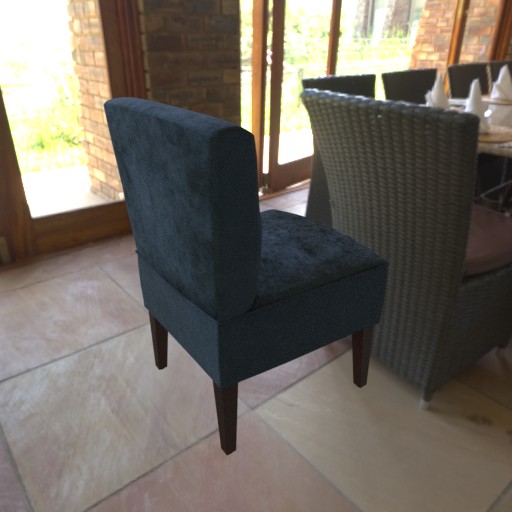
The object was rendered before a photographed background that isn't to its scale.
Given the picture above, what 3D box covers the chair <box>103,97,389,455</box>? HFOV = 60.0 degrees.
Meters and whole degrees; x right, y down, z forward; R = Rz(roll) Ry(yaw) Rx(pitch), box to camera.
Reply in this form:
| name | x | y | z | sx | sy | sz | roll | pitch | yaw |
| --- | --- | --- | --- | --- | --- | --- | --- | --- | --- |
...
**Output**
| name | x | y | z | sx | sy | sz | roll | pitch | yaw |
| --- | --- | --- | --- | --- | --- | --- | --- | --- | --- |
| chair | 0.000 | 0.000 | 1.184 | 0.551 | 0.806 | 0.521 | -18 | 31 | -32 |
